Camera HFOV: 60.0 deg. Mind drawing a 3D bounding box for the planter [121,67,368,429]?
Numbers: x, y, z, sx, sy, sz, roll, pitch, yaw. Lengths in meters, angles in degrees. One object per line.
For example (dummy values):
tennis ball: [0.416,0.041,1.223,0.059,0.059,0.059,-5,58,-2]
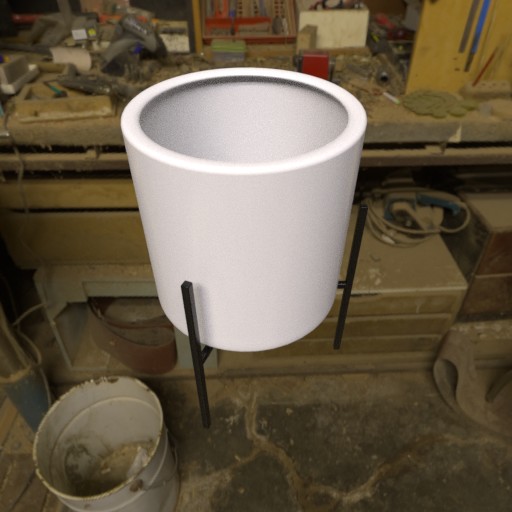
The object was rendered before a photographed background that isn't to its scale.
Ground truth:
planter: [0.000,0.000,0.516,0.239,0.356,0.239,0,41,0]
